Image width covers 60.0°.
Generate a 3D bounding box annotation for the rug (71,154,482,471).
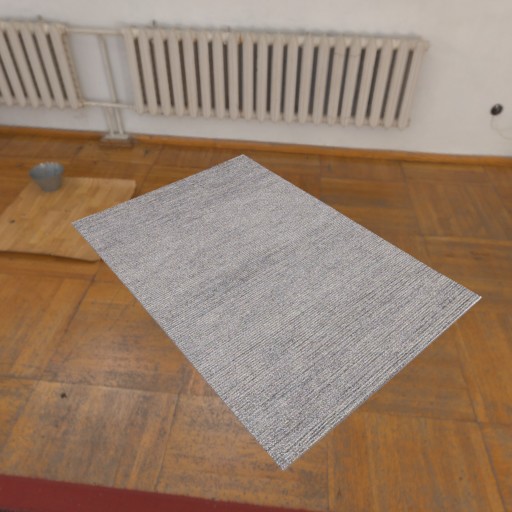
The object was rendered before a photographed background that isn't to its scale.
[{"bbox_3d":[0.000,0.000,2.930,1.604,0.030,2.307,-28,48,-29],"label":"rug"}]
